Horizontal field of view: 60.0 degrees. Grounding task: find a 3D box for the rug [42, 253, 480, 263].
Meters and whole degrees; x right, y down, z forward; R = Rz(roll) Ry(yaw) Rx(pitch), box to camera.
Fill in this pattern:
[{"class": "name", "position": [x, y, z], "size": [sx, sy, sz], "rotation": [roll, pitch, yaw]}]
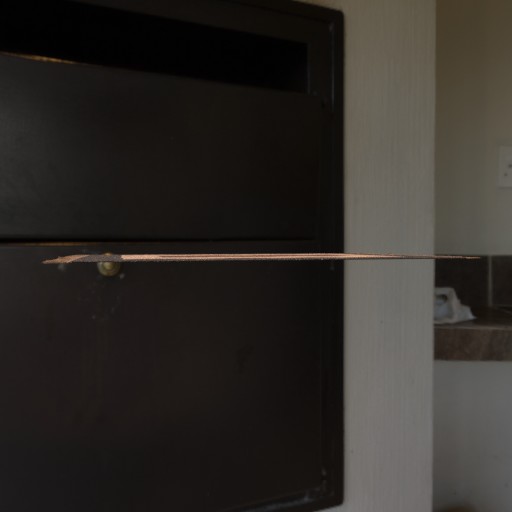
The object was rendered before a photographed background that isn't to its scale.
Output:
[{"class": "rug", "position": [0.000, 0.000, 1.900], "size": [1.541, 0.013, 0.920], "rotation": [0, 1, -17]}]
